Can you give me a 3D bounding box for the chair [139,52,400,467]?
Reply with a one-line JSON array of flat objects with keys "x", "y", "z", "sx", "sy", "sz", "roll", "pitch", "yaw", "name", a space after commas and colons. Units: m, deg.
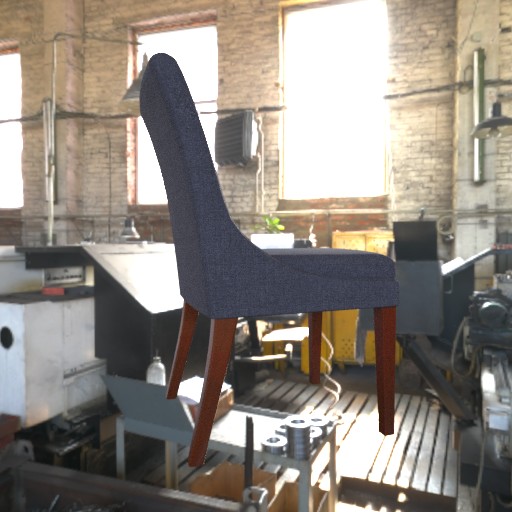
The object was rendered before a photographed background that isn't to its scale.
[{"x": 0.000, "y": 0.000, "z": 1.308, "sx": 0.655, "sy": 0.952, "sz": 0.508, "roll": -1, "pitch": 2, "yaw": -18, "name": "chair"}]
